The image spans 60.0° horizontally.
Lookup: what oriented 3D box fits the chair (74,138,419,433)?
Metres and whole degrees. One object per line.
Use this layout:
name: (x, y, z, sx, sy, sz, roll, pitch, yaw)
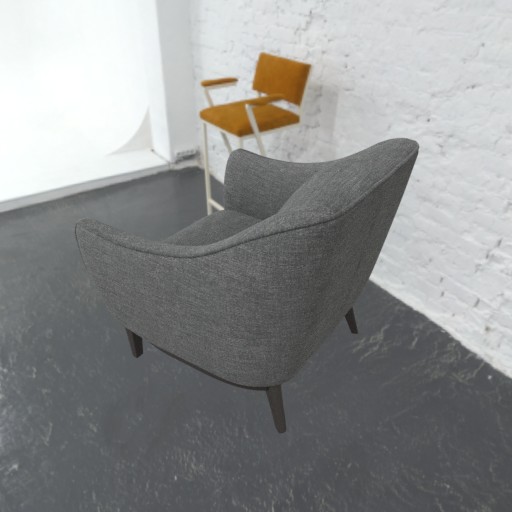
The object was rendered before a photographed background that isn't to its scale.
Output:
chair: (0.000, 0.000, 1.578, 0.851, 0.829, 0.870, 20, 38, 29)
